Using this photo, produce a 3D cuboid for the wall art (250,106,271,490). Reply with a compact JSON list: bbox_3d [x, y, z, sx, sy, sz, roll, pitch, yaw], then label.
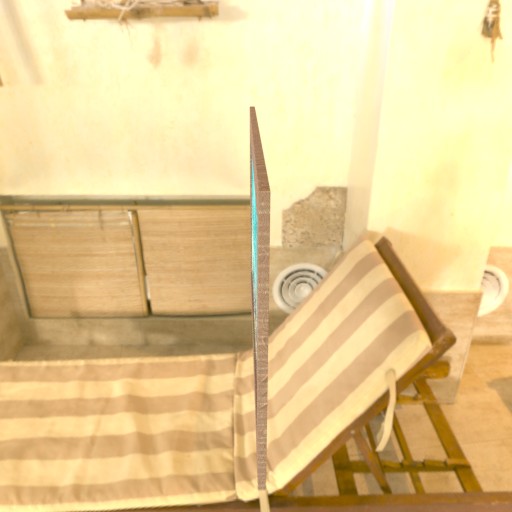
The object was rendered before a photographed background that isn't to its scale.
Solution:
[{"bbox_3d":[0.000,0.000,1.390,0.020,0.761,1.056,-1,26,-1],"label":"wall art"}]
